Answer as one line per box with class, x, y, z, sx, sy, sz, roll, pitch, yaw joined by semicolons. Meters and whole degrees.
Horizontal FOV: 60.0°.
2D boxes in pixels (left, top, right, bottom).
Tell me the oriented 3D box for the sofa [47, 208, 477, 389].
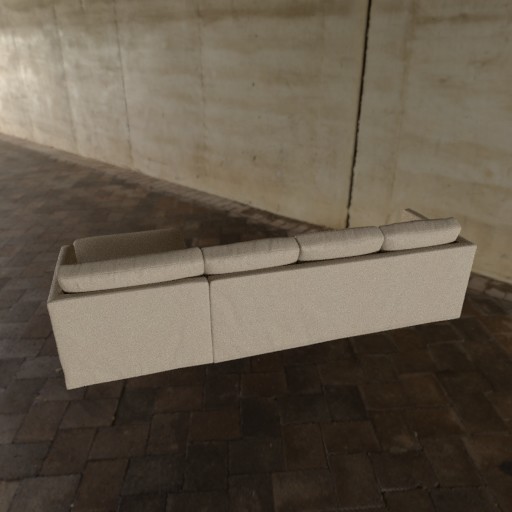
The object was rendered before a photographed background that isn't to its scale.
sofa;0.000;0.000;3.910;3.206;0.871;1.622;-7;27;-15
